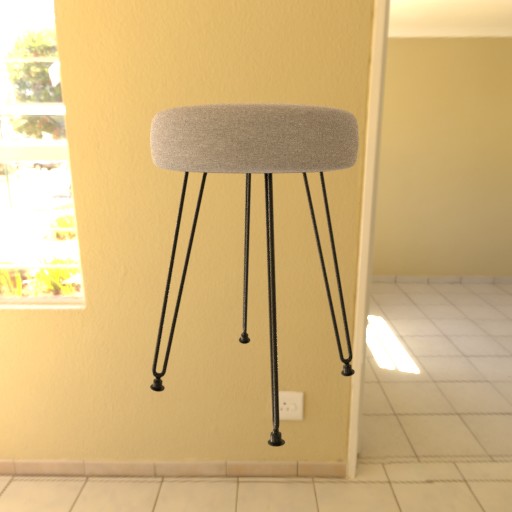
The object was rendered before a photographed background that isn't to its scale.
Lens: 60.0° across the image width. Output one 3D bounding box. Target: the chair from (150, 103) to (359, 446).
[{"bbox_3d":[0.000,0.000,0.697,0.350,0.440,0.350,-2,14,-9],"label":"chair"}]
